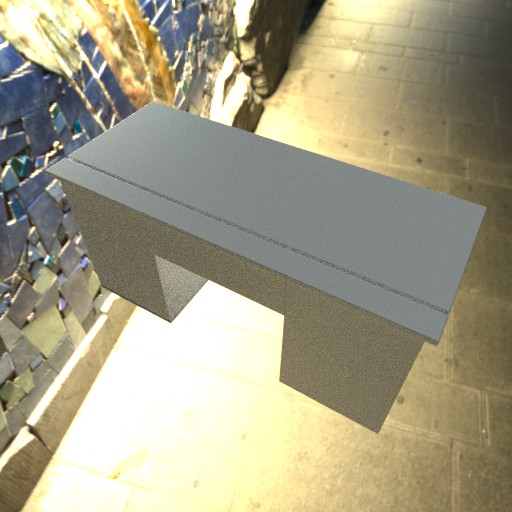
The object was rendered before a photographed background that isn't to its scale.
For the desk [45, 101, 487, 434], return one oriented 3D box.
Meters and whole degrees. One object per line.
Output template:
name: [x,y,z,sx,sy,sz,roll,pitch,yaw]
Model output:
desk: [0.000,0.000,1.983,1.580,0.760,0.670,23,51,21]
